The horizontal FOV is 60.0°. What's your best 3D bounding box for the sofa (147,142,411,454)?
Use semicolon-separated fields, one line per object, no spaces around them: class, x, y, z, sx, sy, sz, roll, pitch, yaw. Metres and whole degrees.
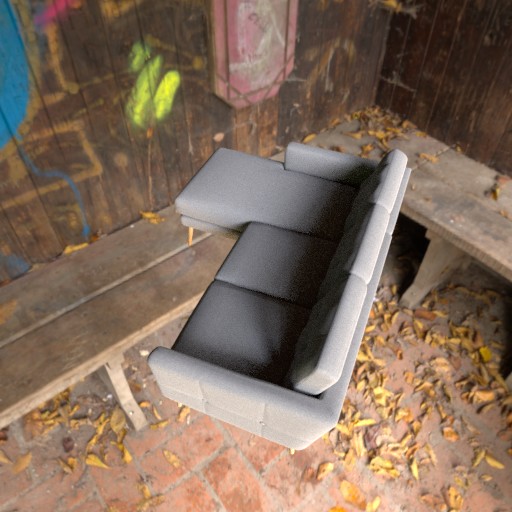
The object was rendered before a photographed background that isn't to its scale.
sofa;0.000;0.000;2.824;1.530;0.860;2.040;17;49;15
